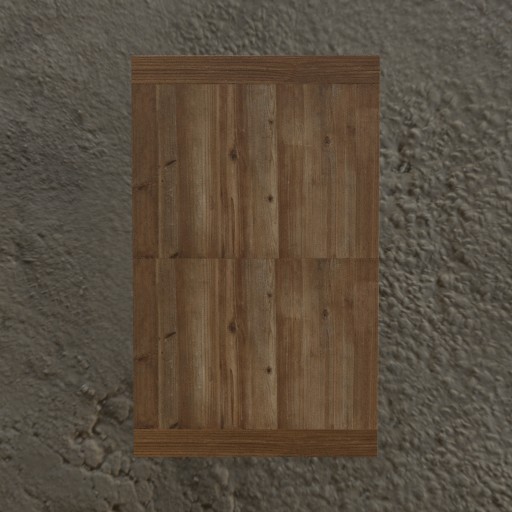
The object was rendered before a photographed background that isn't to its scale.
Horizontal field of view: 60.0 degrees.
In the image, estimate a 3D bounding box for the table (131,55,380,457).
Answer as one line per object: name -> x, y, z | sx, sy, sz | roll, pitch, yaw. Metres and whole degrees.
table -> 0.000, 0.000, 2.030 | 0.922, 0.743, 1.503 | 0, 91, 0
